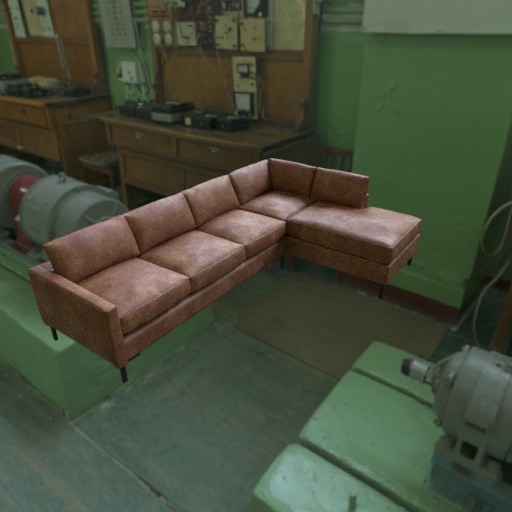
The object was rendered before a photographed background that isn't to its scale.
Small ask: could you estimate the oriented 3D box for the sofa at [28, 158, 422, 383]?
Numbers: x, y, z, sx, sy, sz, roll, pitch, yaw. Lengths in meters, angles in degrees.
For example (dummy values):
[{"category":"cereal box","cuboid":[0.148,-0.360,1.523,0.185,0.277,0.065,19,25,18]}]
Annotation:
[{"category":"sofa","cuboid":[0.000,0.000,3.843,1.938,0.877,2.984,19,33,31]}]
